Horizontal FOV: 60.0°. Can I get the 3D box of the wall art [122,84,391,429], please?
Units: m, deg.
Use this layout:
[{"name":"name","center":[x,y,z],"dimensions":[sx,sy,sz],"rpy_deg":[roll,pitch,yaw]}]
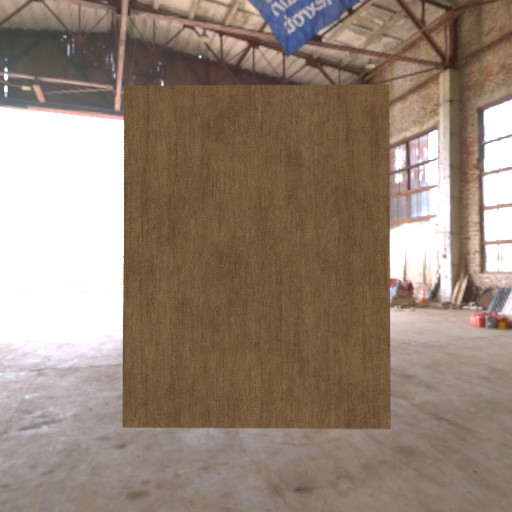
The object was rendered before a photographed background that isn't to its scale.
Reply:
[{"name":"wall art","center":[0.000,0.000,0.894],"dimensions":[0.534,0.686,0.018],"rpy_deg":[0,-1,1]}]
